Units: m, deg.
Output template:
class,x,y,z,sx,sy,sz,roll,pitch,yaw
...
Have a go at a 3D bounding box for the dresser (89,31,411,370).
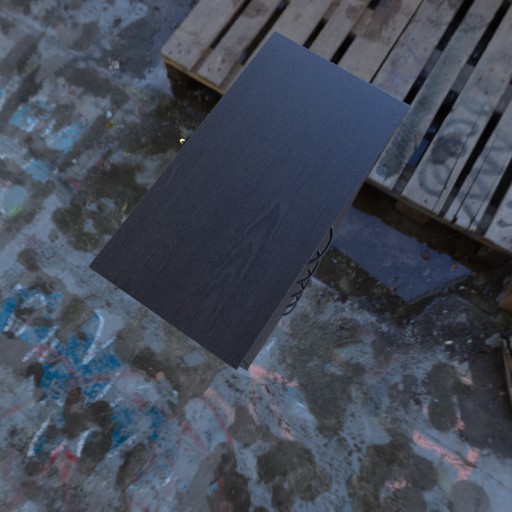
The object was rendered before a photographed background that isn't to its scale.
class,x,y,z,sx,sy,sz,roll,pitch,yaw
dresser,0.000,0.000,1.570,0.418,1.254,0.704,33,77,8
